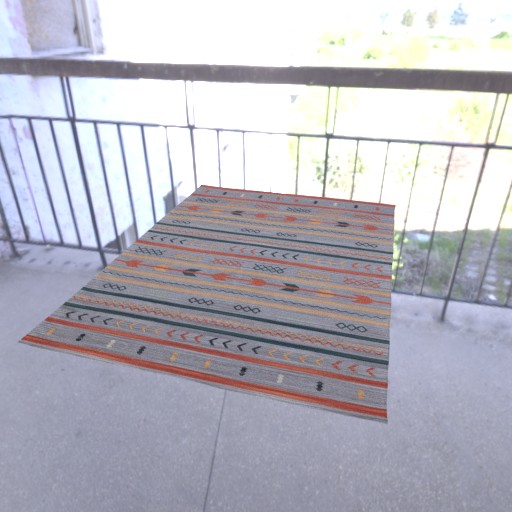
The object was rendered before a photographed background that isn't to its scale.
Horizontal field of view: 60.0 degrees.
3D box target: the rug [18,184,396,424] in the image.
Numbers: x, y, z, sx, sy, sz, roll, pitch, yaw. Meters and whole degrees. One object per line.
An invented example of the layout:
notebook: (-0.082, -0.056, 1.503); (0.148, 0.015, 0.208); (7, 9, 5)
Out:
rug: (0.000, 0.000, 3.784); (2.263, 0.022, 3.029); (8, 30, 14)
